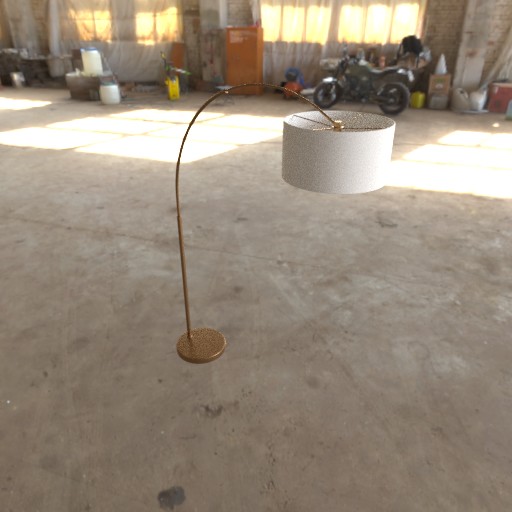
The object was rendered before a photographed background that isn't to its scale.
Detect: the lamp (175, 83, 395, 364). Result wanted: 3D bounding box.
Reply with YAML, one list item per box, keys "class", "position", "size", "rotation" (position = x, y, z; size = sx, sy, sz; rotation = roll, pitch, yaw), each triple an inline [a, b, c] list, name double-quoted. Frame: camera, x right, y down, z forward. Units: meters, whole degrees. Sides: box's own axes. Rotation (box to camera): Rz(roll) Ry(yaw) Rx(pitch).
- class: "lamp"
  position: [0.000, 0.000, 2.635]
  size: [1.434, 1.927, 0.493]
  rotation: [20, 34, 33]
